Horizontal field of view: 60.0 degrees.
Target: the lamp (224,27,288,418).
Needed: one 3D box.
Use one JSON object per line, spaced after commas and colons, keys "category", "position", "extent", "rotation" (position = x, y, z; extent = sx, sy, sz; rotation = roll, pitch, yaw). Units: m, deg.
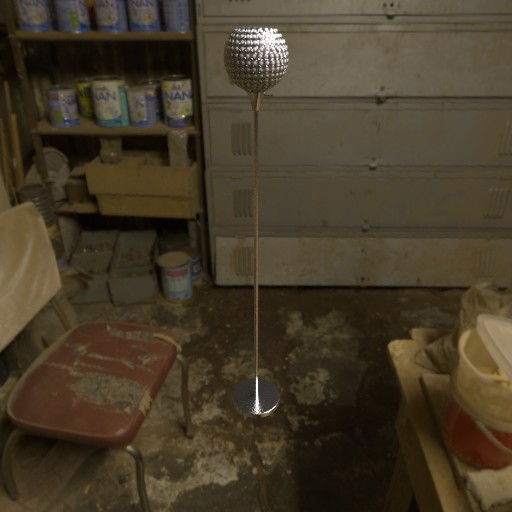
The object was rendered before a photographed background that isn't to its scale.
{"category": "lamp", "position": [0.000, 0.000, 1.969], "extent": [0.254, 1.805, 0.254], "rotation": [0, 30, 0]}
